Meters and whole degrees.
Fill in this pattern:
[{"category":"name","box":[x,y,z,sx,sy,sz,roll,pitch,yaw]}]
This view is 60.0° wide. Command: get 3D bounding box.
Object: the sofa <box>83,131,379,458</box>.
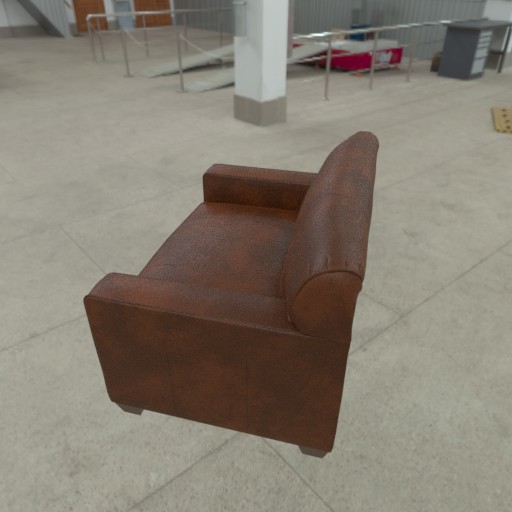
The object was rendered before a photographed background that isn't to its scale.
[{"category":"sofa","box":[0.000,0.000,2.119,1.000,0.956,1.413,8,33,13]}]
